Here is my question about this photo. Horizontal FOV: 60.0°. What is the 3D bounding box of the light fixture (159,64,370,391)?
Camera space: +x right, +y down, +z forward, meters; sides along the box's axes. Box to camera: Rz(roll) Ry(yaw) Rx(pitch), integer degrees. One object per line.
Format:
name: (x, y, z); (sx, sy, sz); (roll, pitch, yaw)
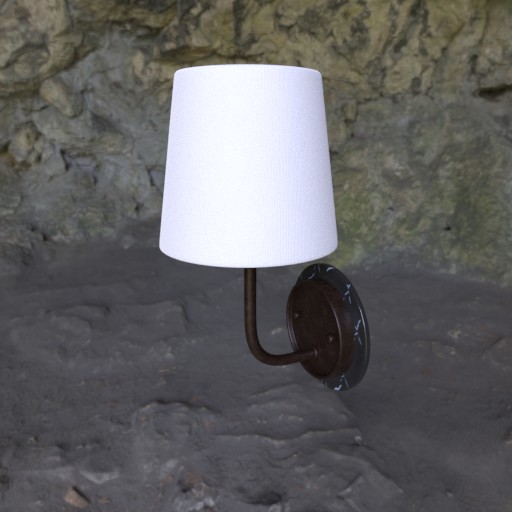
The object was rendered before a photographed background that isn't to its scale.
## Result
light fixture: (0.000, 0.000, 0.443); (0.188, 0.337, 0.168); (-8, 18, -26)
